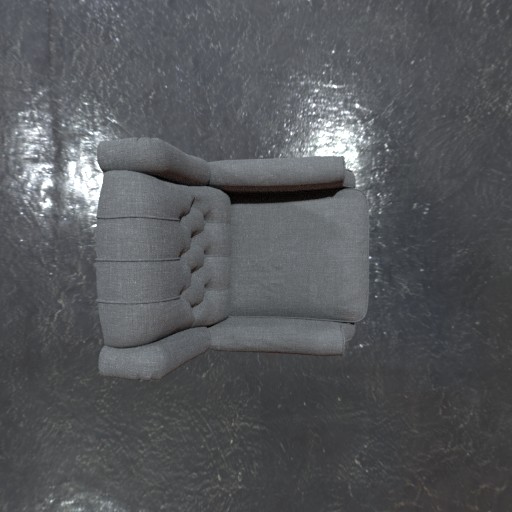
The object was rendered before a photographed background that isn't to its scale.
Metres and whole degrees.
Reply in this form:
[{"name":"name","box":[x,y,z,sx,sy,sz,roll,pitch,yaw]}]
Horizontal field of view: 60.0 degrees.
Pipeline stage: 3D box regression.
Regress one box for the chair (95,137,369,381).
[{"name":"chair","box":[0.000,0.000,1.687,0.898,1.035,0.742,0,91,0]}]
